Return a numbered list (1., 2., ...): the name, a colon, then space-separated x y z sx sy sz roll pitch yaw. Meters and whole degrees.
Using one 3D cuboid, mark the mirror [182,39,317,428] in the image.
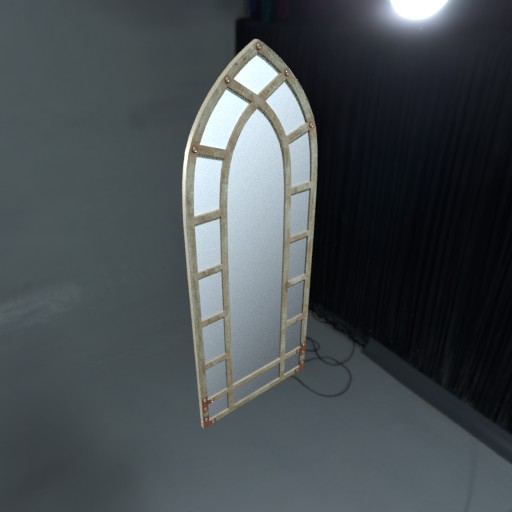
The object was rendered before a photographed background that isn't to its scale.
1. mirror: 0.000 0.000 1.334 0.464 1.175 0.025 -22 36 -32
